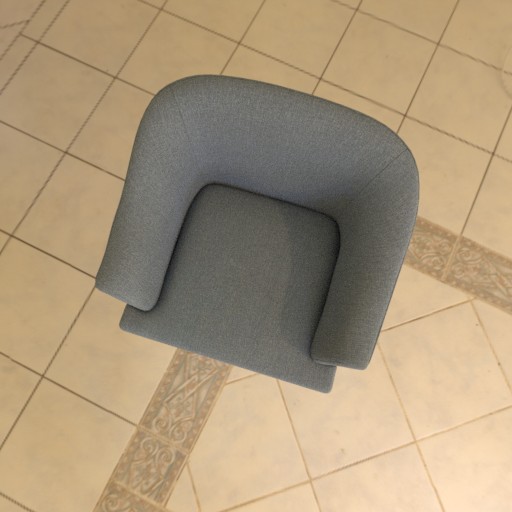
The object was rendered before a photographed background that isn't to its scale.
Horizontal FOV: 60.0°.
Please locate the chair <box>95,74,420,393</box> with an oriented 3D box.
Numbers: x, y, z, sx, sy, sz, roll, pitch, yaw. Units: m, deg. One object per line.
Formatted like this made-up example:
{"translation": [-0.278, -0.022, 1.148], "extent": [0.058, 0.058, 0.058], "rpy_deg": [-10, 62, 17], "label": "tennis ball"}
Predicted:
{"translation": [0.000, 0.000, 1.436], "extent": [0.798, 0.815, 0.704], "rpy_deg": [16, 77, 4], "label": "chair"}
